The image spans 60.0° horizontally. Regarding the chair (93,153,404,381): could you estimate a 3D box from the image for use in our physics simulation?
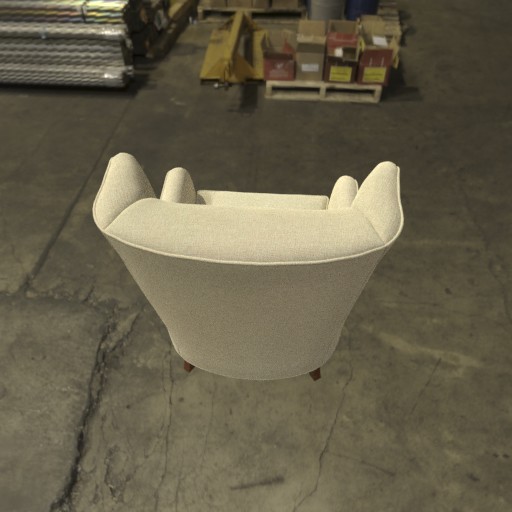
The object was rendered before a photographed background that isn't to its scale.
[{"bbox_3d":[0.000,0.000,1.702,0.838,1.040,0.966,3,47,3],"label":"chair"}]
